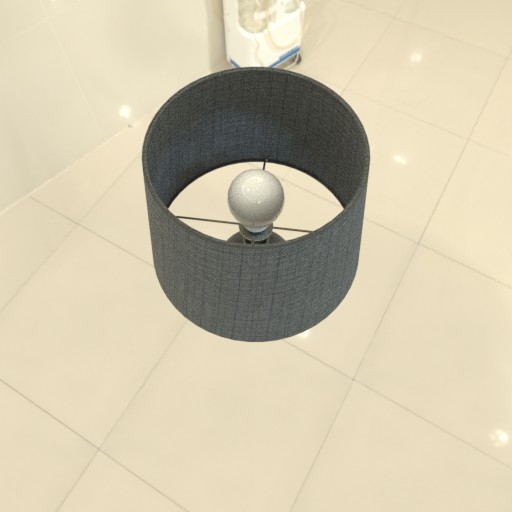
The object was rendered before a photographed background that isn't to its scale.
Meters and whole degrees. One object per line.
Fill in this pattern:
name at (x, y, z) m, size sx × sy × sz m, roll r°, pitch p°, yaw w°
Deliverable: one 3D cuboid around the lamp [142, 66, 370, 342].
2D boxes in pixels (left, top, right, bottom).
lamp at (0.000, 0.000, 0.578) m, size 0.251 × 0.429 × 0.251 m, roll 0°, pitch 64°, yaw 0°
